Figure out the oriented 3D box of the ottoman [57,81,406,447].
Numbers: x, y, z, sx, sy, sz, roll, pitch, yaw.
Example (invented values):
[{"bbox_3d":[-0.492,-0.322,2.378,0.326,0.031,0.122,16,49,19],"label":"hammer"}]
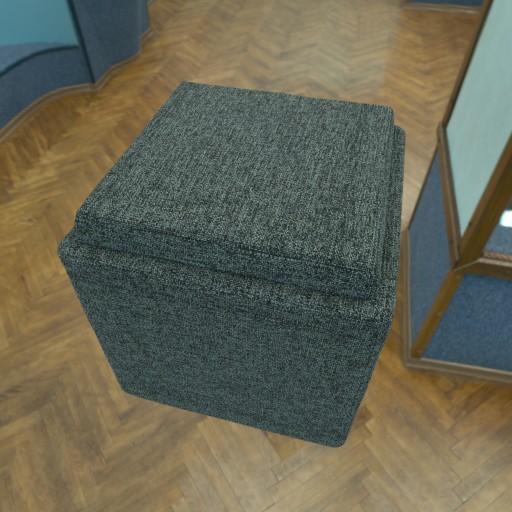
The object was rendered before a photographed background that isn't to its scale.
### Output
[{"bbox_3d":[0.000,0.000,0.815,0.450,0.463,0.450,11,48,10],"label":"ottoman"}]
